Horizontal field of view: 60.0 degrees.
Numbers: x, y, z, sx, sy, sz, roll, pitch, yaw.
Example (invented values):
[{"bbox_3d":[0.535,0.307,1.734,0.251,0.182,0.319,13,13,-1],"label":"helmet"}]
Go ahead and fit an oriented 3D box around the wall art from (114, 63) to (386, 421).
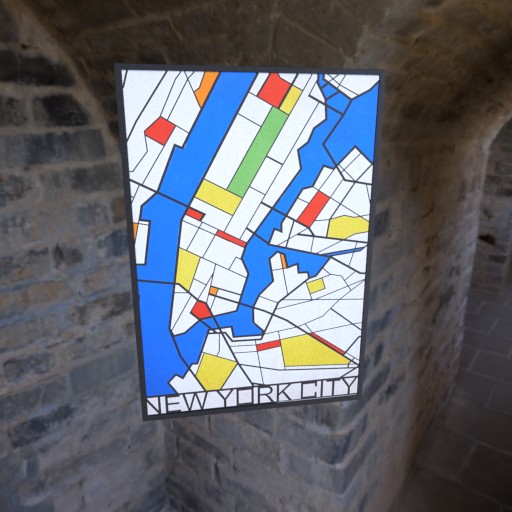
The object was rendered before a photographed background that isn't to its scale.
[{"bbox_3d":[0.000,0.000,0.835,0.460,0.660,0.013,-3,16,-9],"label":"wall art"}]
